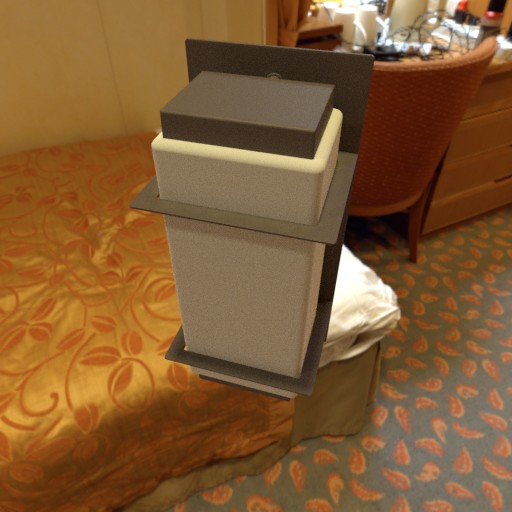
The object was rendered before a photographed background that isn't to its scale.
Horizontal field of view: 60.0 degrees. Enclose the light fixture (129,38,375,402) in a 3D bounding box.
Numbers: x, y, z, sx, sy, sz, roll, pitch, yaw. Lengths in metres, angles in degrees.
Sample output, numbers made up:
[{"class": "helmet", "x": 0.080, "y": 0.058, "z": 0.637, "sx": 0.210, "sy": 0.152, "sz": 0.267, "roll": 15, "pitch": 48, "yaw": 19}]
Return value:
[{"class": "light fixture", "x": 0.000, "y": 0.000, "z": 0.424, "sx": 0.153, "sy": 0.347, "sz": 0.146, "roll": 11, "pitch": 43, "yaw": 12}]
